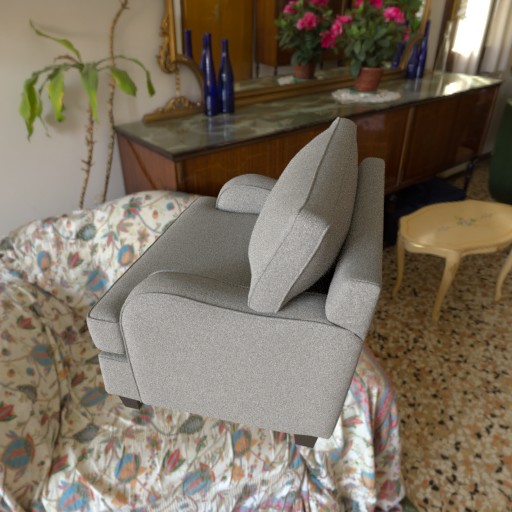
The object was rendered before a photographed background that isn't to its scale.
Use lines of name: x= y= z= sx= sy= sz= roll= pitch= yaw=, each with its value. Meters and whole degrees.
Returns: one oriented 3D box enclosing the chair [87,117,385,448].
chair: x=0.000 y=0.000 z=2.007 sx=1.040 sy=1.016 sz=1.220 roll=7 pitch=31 yaw=13
